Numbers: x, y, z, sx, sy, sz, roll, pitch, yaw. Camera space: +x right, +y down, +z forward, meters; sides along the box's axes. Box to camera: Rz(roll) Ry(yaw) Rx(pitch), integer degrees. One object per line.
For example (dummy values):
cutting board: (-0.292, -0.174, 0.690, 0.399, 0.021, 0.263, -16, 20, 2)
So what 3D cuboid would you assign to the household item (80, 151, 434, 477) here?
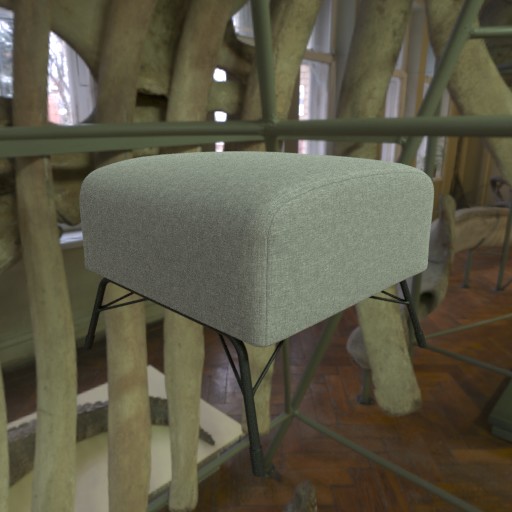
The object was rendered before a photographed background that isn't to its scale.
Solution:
household item: (0.000, 0.000, 0.901, 0.530, 0.410, 0.530, 15, 22, 42)
